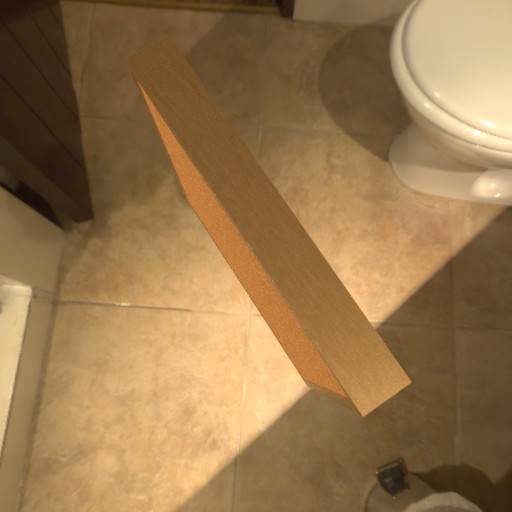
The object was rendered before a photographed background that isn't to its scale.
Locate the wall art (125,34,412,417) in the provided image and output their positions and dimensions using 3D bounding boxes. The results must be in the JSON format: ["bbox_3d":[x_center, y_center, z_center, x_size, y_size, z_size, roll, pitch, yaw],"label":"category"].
[{"bbox_3d":[0.000,0.000,0.455,0.038,0.305,0.304,-32,79,-7],"label":"wall art"}]
